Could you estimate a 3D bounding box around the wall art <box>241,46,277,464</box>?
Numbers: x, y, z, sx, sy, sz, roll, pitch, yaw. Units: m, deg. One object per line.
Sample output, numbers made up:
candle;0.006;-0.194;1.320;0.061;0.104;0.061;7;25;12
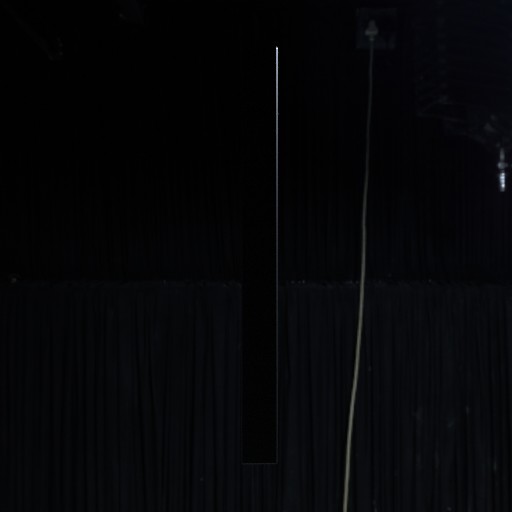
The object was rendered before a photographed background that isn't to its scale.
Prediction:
wall art;0.000;0.000;0.540;0.028;0.330;0.380;0;0;-1
